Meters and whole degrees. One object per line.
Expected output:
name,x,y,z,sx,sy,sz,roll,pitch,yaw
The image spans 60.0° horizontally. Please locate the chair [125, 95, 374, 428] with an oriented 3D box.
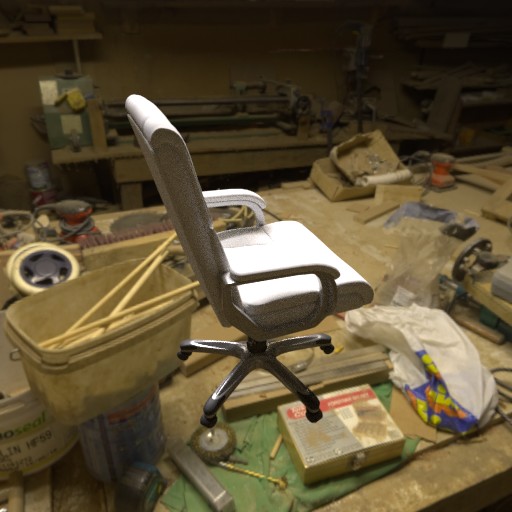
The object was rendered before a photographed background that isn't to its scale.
chair,0.000,0.000,1.608,0.738,1.120,0.687,-11,31,-19
